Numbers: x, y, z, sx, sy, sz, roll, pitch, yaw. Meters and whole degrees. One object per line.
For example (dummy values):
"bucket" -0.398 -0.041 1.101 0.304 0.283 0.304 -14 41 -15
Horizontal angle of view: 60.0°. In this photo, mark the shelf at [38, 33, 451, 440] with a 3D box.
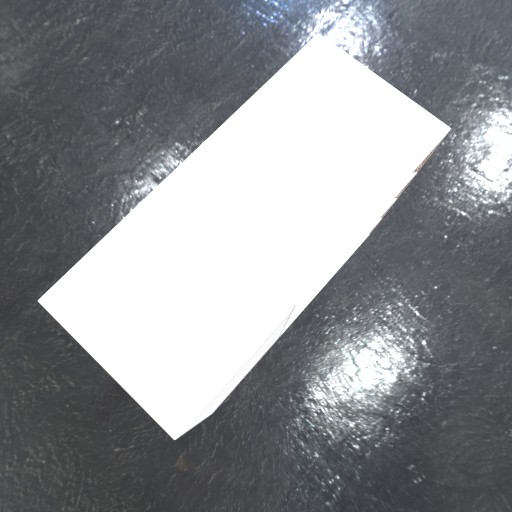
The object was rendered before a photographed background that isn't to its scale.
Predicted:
"shelf" 0.000 0.000 1.310 0.396 0.732 0.895 41 78 11
